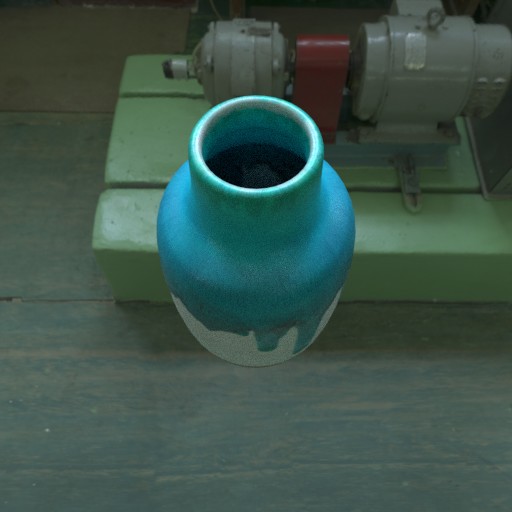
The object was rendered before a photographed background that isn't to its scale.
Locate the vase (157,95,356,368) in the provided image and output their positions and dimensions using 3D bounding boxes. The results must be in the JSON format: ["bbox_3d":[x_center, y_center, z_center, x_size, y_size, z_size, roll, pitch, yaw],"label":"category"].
[{"bbox_3d":[0.000,0.000,0.256,0.106,0.192,0.106,0,63,0],"label":"vase"}]
